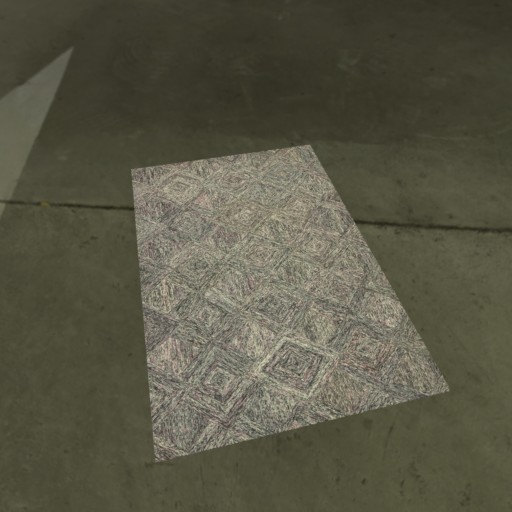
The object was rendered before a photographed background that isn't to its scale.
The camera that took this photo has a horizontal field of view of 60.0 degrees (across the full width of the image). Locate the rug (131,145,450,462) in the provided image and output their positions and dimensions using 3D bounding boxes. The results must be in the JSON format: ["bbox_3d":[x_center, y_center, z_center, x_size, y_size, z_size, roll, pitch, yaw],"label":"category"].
[{"bbox_3d":[0.000,0.000,2.912,1.501,0.017,2.298,-10,48,-9],"label":"rug"}]
